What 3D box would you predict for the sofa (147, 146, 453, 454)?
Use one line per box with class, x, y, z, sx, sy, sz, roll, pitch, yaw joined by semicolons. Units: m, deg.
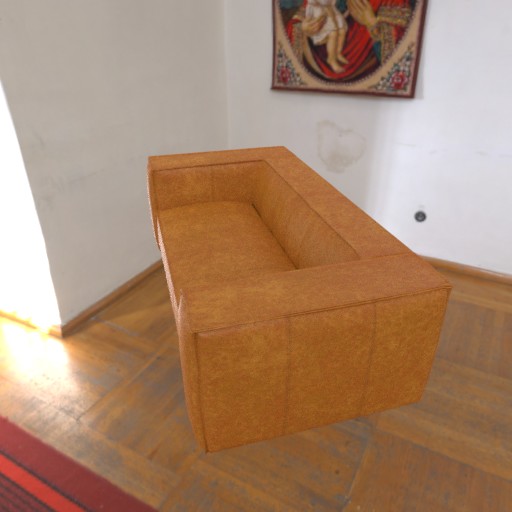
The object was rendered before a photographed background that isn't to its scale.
sofa;0.000;0.000;2.618;1.102;0.703;2.088;-8;31;-14
